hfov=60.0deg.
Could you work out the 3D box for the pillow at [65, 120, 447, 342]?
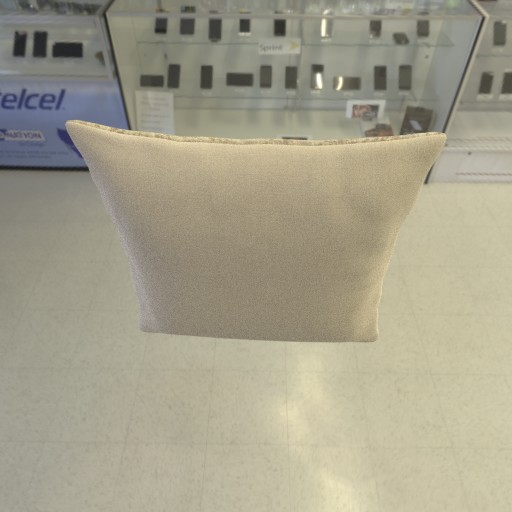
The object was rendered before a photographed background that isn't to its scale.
[{"bbox_3d":[0.000,0.000,0.783,0.523,0.510,0.166,3,46,2],"label":"pillow"}]
